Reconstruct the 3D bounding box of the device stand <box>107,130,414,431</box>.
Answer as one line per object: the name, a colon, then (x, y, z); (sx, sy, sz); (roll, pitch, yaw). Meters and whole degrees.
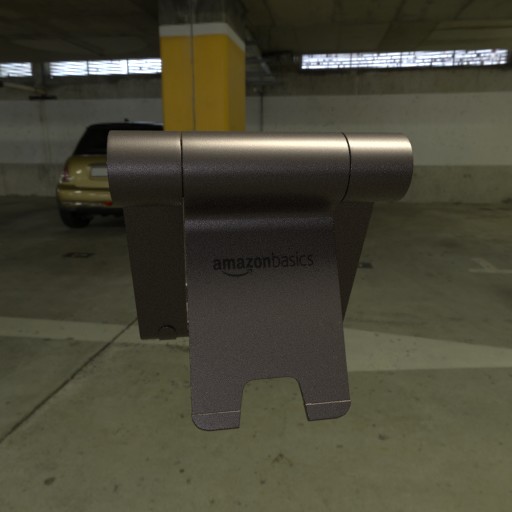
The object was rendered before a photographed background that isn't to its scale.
device stand: (0.000, 0.000, 0.157); (0.088, 0.084, 0.079); (-2, 14, -9)
